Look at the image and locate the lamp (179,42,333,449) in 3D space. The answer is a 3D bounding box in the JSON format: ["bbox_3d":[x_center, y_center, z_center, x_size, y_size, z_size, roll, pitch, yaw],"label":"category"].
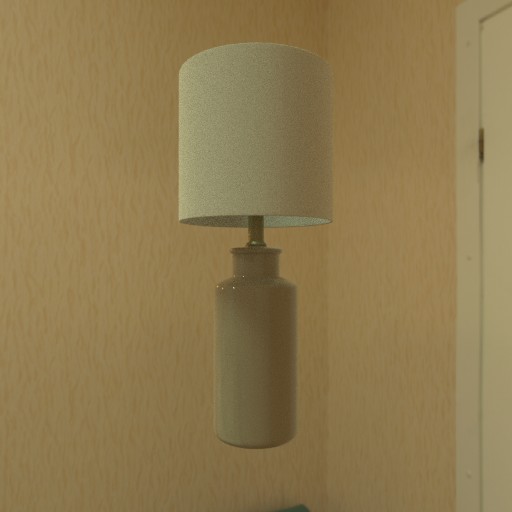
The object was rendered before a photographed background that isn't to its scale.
[{"bbox_3d":[0.000,0.000,0.617,0.212,0.493,0.212,0,0,36],"label":"lamp"}]
